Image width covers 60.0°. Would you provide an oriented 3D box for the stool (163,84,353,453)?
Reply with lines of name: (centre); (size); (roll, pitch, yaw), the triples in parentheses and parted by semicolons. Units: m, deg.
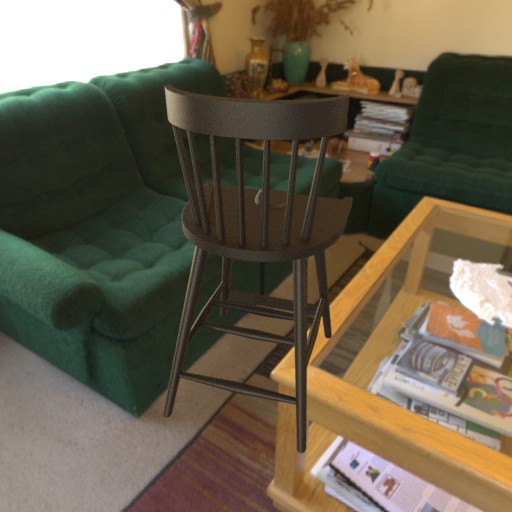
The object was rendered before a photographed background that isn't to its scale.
stool: (0.000, 0.000, 1.324); (0.494, 0.953, 0.549); (9, 32, 14)
